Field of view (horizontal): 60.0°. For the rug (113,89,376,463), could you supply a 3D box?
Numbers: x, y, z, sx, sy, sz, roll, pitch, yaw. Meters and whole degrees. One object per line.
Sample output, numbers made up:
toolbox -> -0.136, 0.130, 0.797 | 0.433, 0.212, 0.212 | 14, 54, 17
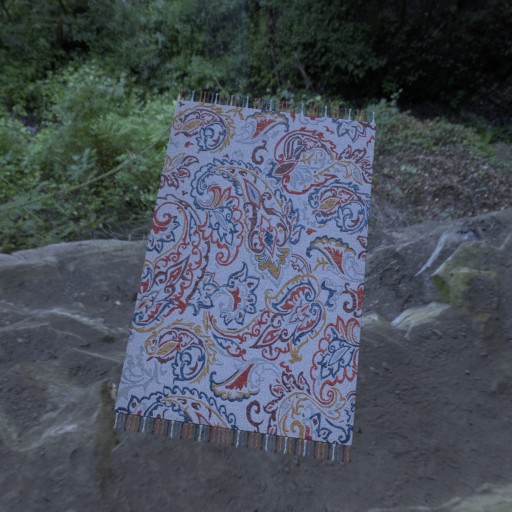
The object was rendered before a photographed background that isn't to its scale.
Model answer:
rug -> 0.000, 0.000, 2.472 | 1.218, 0.010, 1.997 | 7, 76, 2
